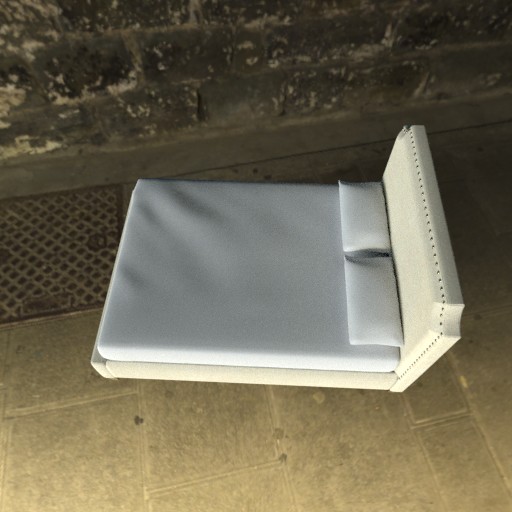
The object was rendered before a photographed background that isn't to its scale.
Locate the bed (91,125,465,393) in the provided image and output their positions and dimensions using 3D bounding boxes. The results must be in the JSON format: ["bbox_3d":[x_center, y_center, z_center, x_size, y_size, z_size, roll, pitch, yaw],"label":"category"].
[{"bbox_3d":[0.000,0.000,3.460,2.381,1.457,1.713,2,58,1],"label":"bed"}]
